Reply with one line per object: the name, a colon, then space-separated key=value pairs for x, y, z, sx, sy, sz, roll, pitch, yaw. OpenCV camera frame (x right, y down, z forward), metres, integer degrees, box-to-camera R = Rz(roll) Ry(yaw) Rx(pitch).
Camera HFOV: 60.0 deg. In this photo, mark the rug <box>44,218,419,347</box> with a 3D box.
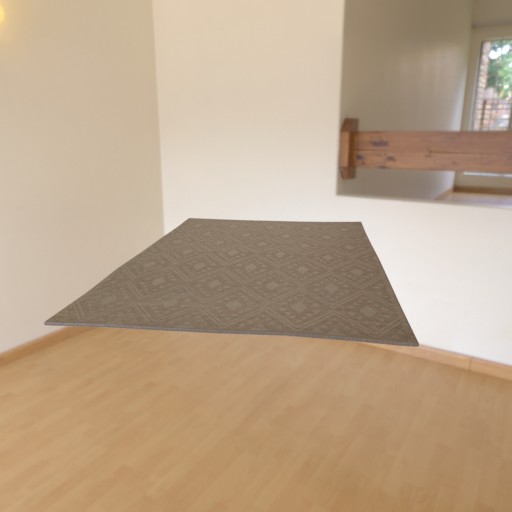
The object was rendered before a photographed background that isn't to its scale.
rug: x=0.000 y=0.000 z=2.312 sx=1.252 sy=0.034 sz=1.829 roll=2 pitch=16 yaw=7
